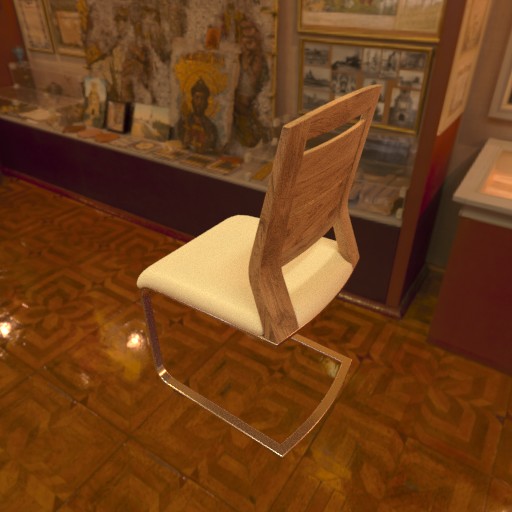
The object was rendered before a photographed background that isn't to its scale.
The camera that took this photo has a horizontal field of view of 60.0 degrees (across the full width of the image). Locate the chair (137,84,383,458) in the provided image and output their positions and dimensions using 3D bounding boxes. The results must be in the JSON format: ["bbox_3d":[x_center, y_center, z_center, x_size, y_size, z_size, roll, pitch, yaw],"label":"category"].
[{"bbox_3d":[0.000,0.000,1.272,0.561,0.955,0.457,21,38,29],"label":"chair"}]
